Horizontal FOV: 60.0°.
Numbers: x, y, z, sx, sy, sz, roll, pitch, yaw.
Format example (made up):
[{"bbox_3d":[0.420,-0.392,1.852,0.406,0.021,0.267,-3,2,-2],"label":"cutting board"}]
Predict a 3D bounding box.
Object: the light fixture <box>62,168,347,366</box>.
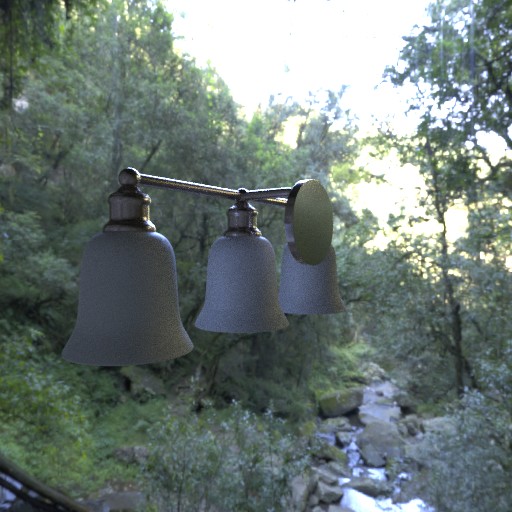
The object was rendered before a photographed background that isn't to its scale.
[{"bbox_3d":[0.000,0.000,0.666,0.198,0.211,0.570,1,1,35],"label":"light fixture"}]
